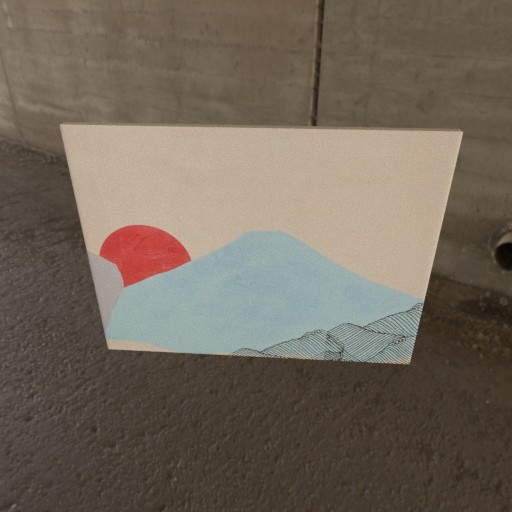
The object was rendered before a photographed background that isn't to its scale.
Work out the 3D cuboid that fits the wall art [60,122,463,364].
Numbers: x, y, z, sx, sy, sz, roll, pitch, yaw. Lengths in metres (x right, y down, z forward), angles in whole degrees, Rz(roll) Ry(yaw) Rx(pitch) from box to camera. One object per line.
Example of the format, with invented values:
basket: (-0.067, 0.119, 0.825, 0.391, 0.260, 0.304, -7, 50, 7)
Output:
wall art: (0.000, 0.000, 1.580, 1.219, 0.912, 0.042, 2, 30, 4)
